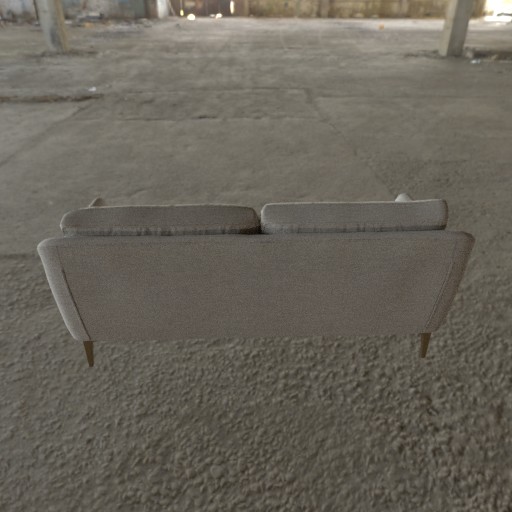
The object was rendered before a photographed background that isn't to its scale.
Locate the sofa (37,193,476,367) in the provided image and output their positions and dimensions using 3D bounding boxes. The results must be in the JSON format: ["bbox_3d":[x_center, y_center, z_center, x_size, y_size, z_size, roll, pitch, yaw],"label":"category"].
[{"bbox_3d":[0.000,0.000,2.502,2.036,0.913,0.980,-1,31,-2],"label":"sofa"}]
